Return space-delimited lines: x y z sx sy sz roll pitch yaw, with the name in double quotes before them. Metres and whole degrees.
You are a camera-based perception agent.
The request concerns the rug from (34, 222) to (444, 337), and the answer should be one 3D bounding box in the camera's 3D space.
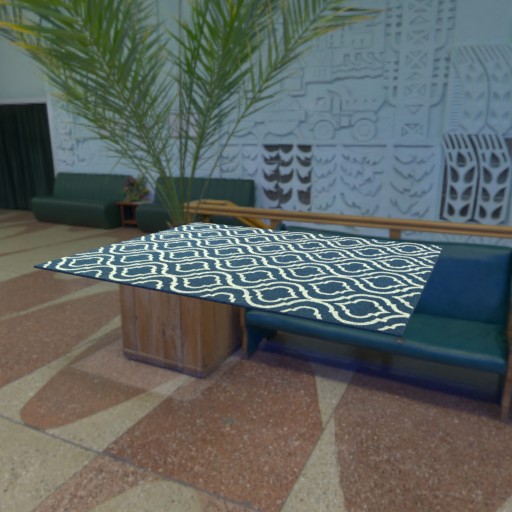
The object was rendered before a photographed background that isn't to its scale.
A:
"rug" 0.000 0.000 3.915 2.881 0.020 2.270 7 16 26
